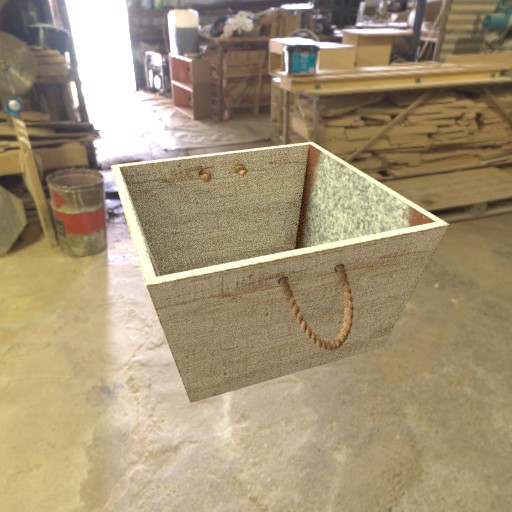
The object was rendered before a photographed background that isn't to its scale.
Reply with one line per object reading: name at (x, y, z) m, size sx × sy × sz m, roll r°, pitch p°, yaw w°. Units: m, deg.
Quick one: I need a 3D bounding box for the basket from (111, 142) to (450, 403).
basket at (0.000, 0.000, 0.774) m, size 0.413 × 0.247 × 0.545 m, roll -11°, pitch 33°, yaw -18°
